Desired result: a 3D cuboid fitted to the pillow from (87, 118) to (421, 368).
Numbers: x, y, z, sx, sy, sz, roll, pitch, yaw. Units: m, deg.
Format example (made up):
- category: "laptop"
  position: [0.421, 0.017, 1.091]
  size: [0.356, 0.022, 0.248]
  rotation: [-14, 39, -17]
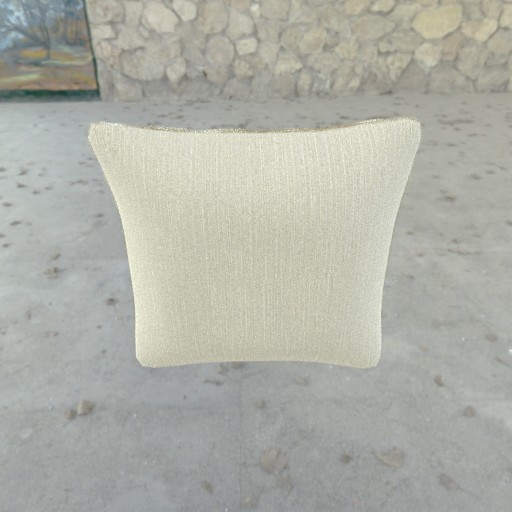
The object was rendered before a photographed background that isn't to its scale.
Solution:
- category: "pillow"
  position: [0.000, 0.000, 0.843]
  size: [0.538, 0.525, 0.216]
  rotation: [-1, 30, -1]
